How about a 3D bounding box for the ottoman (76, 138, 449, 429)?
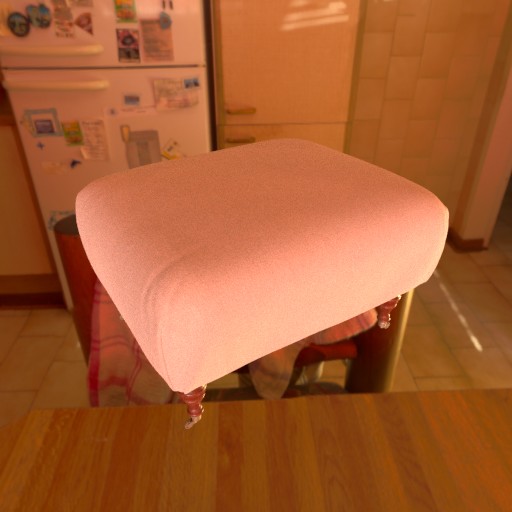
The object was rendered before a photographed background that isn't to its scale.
[{"bbox_3d":[0.000,0.000,1.131,0.746,0.450,0.622,-19,36,-28],"label":"ottoman"}]
